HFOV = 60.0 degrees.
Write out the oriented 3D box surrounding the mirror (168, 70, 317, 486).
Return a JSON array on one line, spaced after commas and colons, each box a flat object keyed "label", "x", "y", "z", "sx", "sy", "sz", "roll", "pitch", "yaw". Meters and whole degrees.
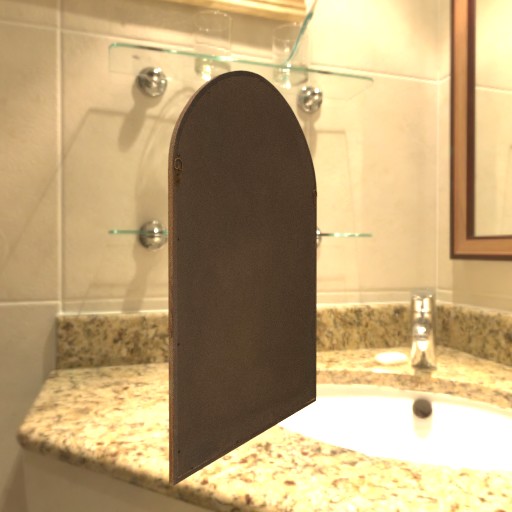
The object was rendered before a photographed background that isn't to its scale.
[{"label": "mirror", "x": 0.000, "y": 0.000, "z": 1.139, "sx": 0.032, "sy": 0.915, "sz": 0.609, "roll": 1, "pitch": 1, "yaw": 36}]
